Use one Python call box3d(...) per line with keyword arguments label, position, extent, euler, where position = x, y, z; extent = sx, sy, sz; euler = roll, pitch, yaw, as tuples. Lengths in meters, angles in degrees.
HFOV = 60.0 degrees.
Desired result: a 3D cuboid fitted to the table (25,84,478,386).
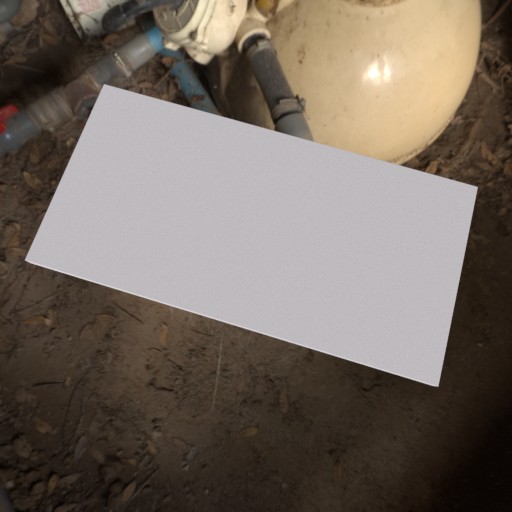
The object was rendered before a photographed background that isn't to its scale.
box3d(label="table", position=(0.000, 0.000, 1.390), extent=(0.991, 0.660, 0.498), euler=(17, 77, 4))
